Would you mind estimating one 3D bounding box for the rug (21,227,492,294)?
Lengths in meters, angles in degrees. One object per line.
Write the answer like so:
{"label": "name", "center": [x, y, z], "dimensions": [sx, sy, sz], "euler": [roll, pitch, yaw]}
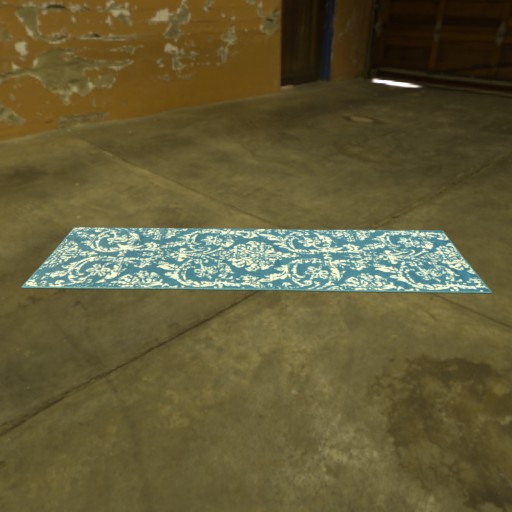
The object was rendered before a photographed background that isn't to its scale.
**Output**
{"label": "rug", "center": [0.000, 0.000, 2.351], "dimensions": [2.196, 0.011, 0.662], "euler": [1, 29, 1]}
